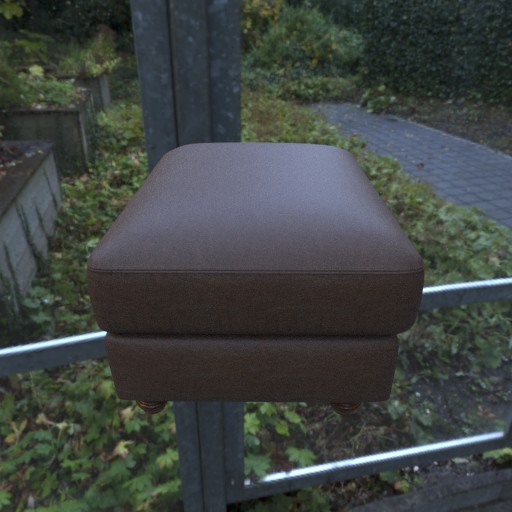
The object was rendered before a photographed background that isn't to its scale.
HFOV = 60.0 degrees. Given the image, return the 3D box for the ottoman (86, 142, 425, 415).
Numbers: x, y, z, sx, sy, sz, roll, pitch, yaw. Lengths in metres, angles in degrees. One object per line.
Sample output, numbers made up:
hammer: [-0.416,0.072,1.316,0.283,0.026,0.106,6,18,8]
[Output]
ottoman: [0.000,0.000,1.183,0.635,0.508,0.787,0,28,0]
